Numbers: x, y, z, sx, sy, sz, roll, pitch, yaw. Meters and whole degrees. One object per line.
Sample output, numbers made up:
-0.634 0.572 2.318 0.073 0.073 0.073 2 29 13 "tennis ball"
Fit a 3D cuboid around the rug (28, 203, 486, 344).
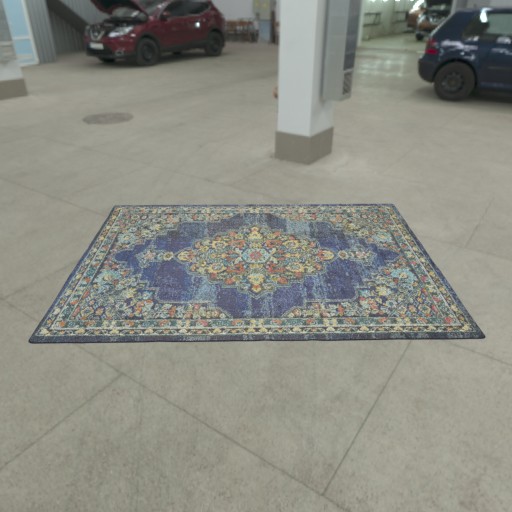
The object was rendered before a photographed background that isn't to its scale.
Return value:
0.000 0.000 2.844 2.232 0.009 1.630 0 30 -1 "rug"
